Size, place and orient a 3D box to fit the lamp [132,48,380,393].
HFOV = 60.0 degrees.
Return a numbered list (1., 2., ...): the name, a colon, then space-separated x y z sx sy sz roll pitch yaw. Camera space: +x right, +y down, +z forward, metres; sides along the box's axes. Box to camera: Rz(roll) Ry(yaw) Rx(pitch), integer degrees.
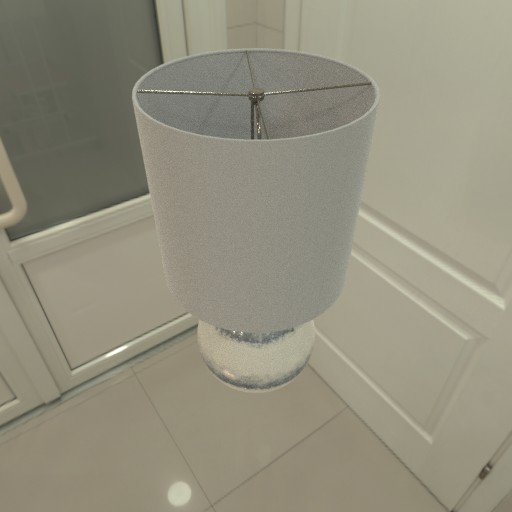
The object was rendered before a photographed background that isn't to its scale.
1. lamp: 0.000 0.000 0.527 0.216 0.404 0.216 -25 47 -26
